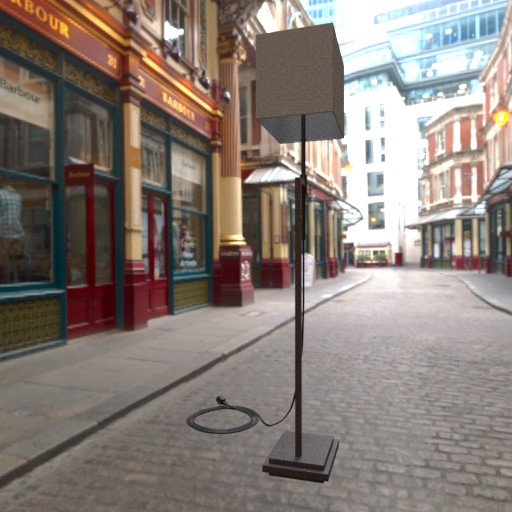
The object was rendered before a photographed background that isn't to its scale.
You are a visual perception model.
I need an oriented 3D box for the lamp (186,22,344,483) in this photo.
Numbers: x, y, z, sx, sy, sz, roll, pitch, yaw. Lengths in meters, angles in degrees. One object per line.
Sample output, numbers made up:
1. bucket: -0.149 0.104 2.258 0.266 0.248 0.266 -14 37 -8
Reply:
1. lamp: 0.000 0.000 1.964 0.774 1.600 0.698 0 -1 17
